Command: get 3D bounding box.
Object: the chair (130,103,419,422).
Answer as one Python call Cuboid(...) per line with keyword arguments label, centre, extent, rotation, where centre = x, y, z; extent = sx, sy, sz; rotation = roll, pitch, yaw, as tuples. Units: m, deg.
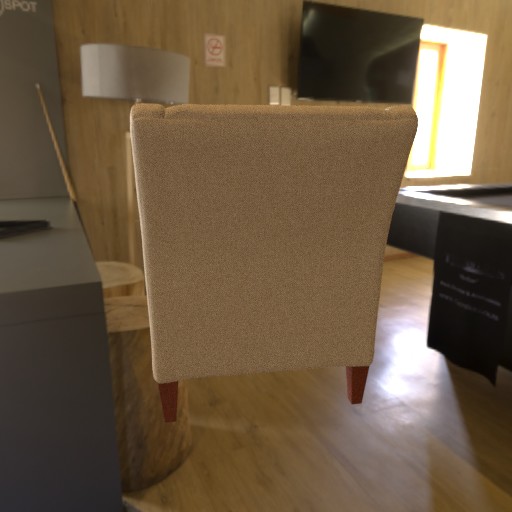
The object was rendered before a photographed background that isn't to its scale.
Cuboid(label="chair", centre=(0.000, 0.000, 1.645), extent=(0.774, 1.014, 0.870), rotation=(-2, 15, -9))
